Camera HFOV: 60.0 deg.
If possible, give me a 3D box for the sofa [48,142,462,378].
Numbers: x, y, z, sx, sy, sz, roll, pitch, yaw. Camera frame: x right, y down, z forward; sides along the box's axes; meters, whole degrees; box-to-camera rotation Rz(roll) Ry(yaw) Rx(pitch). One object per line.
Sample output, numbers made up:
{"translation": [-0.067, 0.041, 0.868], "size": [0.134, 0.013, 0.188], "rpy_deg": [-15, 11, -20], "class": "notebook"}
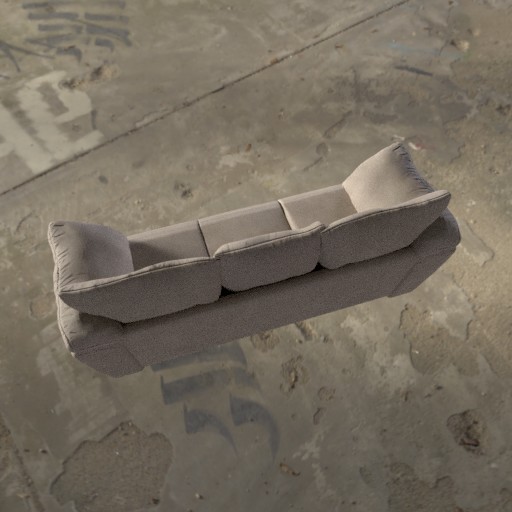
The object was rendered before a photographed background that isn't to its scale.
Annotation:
{"translation": [0.000, 0.000, 2.820], "size": [2.334, 0.996, 0.878], "rpy_deg": [-15, 58, -9], "class": "sofa"}
